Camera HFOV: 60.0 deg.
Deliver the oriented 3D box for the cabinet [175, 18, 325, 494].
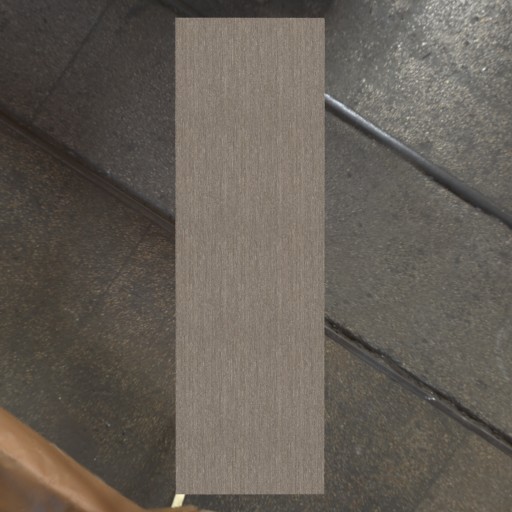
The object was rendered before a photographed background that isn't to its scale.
[{"bbox_3d":[0.000,0.000,1.503,0.405,0.787,1.194,0,90,0],"label":"cabinet"}]
